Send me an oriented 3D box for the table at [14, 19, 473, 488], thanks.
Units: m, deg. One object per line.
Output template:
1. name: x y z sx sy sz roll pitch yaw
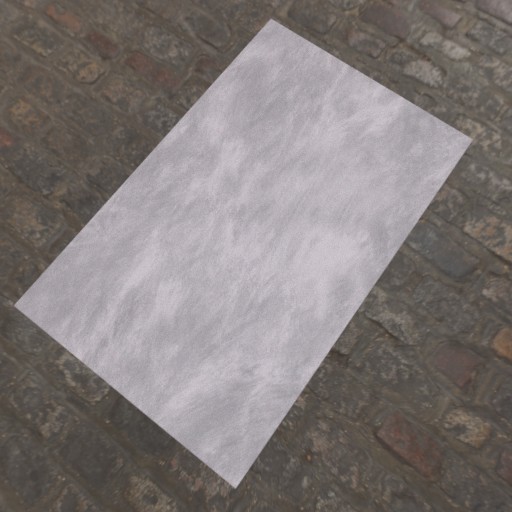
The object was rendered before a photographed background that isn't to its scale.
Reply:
1. table: 0.000 0.000 1.528 0.700 0.734 1.100 35 77 9
